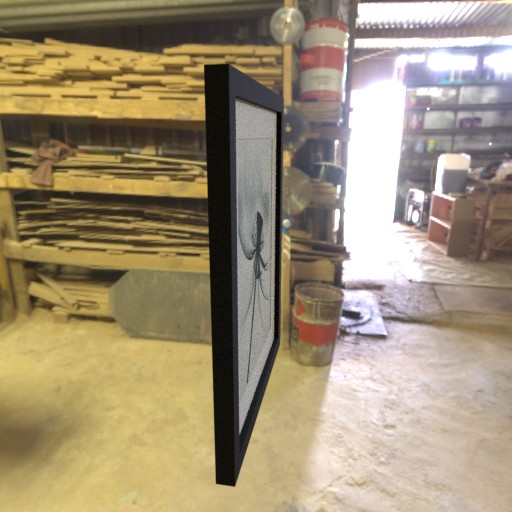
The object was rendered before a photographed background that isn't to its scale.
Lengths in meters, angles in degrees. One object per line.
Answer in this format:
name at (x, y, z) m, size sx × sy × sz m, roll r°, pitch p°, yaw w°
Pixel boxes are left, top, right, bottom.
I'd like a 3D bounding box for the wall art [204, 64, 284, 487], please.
wall art at (0.000, 0.000, 0.778) m, size 0.029 × 0.559 × 0.457 m, roll 3°, pitch 15°, yaw 11°
